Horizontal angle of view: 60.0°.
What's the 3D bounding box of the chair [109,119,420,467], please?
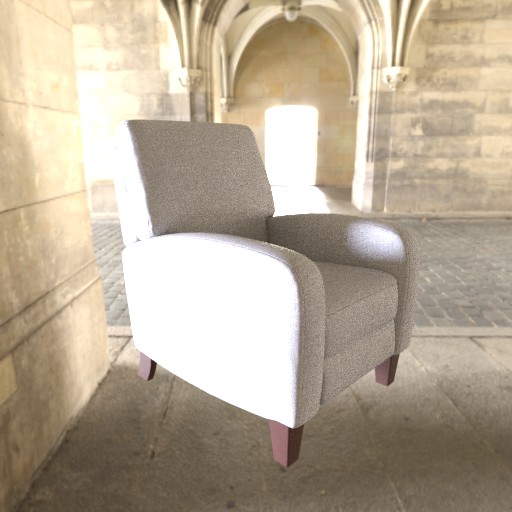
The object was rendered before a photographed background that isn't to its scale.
[{"bbox_3d":[0.000,0.000,1.665,0.990,0.990,0.762,13,19,42],"label":"chair"}]
